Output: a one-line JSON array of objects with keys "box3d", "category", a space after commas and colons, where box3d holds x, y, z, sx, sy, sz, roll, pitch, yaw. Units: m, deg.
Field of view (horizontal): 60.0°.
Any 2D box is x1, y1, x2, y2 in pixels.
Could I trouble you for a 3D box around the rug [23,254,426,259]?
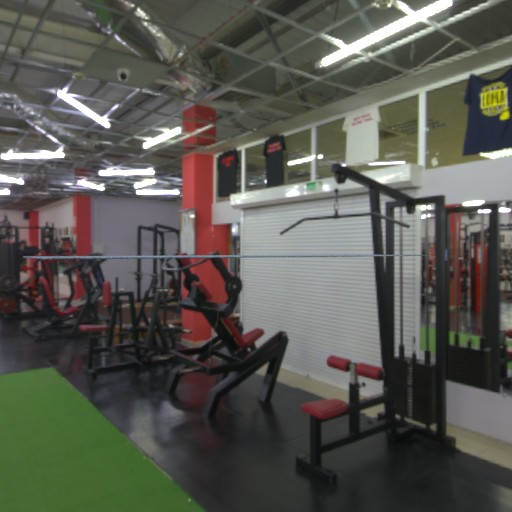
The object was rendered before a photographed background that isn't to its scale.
[{"box3d": [0.000, 0.000, 2.693, 2.443, 0.008, 0.688, 0, 1, -34], "category": "rug"}]
